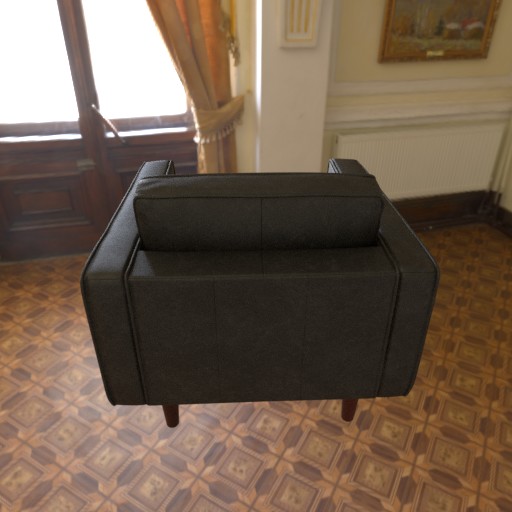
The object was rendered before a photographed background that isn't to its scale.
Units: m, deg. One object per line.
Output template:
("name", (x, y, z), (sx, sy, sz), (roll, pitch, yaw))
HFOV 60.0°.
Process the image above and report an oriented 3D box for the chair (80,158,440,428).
("chair", (0.000, 0.000, 1.536), (0.889, 0.763, 0.914), (-1, 30, -2))
